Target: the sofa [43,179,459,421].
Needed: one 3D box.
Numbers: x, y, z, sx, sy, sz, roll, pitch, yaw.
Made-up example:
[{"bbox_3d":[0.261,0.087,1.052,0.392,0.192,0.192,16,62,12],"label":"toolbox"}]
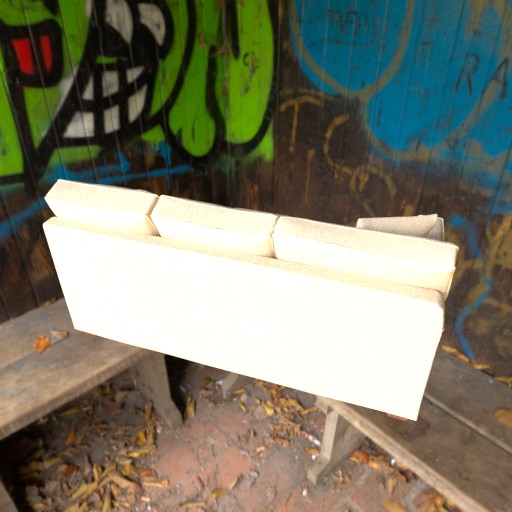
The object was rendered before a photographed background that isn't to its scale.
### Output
[{"bbox_3d":[0.000,0.000,2.525,1.962,0.946,1.034,11,34,16],"label":"sofa"}]
